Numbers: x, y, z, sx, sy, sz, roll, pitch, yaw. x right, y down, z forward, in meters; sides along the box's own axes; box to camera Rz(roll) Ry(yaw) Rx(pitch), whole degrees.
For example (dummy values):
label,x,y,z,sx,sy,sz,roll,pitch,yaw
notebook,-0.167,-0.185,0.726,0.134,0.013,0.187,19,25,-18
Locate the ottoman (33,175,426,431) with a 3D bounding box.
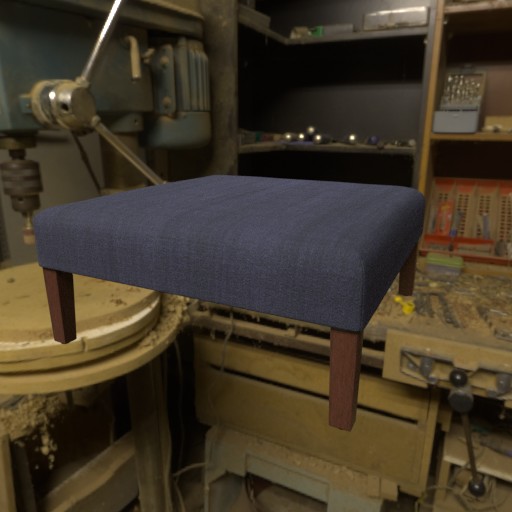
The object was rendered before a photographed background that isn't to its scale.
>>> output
label,x,y,z,sx,sy,sz,roll,pitch,yaw
ottoman,0.000,0.000,1.399,0.889,0.411,0.890,8,19,26
